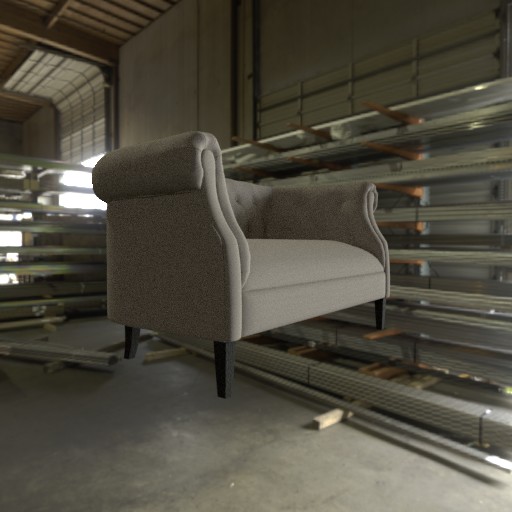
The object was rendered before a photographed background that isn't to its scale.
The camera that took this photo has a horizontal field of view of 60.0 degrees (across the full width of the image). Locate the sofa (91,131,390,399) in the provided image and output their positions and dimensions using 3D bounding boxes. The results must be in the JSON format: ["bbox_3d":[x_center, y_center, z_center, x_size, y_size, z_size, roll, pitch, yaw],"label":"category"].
[{"bbox_3d":[0.000,0.000,2.113,0.835,0.827,1.558,1,2,36],"label":"sofa"}]
